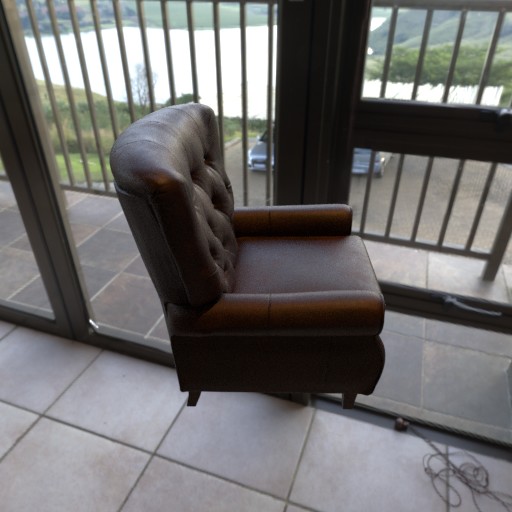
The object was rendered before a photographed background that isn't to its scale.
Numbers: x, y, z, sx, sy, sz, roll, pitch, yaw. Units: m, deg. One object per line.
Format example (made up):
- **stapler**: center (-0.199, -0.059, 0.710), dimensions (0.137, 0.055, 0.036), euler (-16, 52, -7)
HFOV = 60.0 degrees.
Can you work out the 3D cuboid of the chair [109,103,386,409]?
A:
- **chair**: center (0.000, 0.000, 1.943), dimensions (1.058, 1.158, 0.948), euler (1, 33, 1)
